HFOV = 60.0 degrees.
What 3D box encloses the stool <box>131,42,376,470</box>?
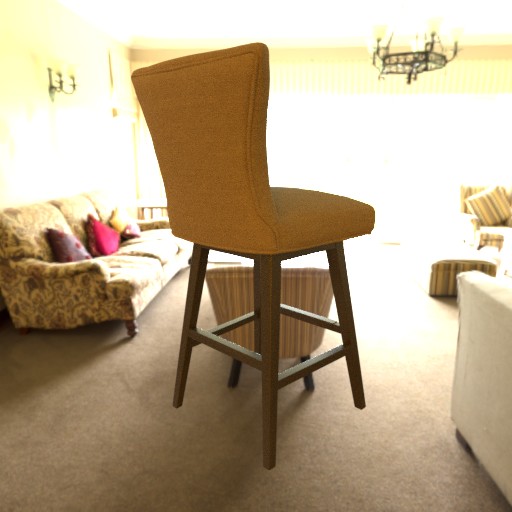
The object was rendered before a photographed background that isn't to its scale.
[{"bbox_3d":[0.000,0.000,1.377,0.514,1.086,0.574,13,19,43],"label":"stool"}]
